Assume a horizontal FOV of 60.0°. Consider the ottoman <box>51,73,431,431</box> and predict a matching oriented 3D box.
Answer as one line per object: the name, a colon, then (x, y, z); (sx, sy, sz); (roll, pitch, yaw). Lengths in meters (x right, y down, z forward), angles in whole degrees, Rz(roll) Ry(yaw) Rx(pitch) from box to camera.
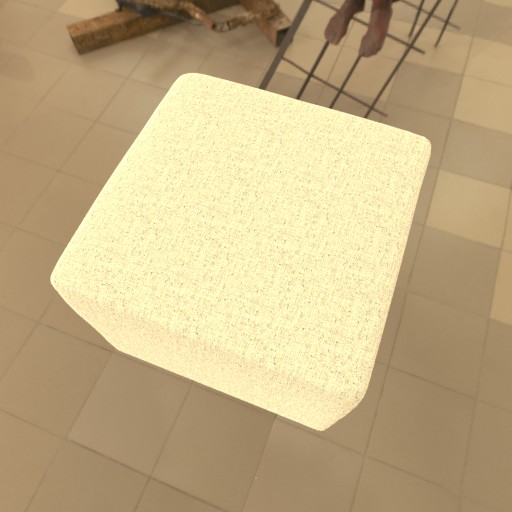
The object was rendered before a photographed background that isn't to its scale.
ottoman: (0.000, 0.000, 0.919); (0.521, 0.453, 0.512); (19, 65, 9)
